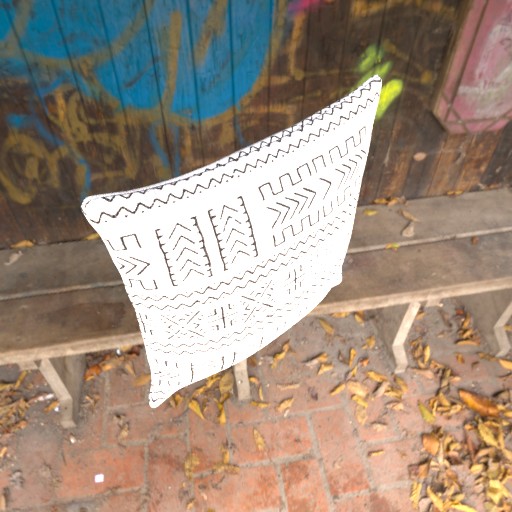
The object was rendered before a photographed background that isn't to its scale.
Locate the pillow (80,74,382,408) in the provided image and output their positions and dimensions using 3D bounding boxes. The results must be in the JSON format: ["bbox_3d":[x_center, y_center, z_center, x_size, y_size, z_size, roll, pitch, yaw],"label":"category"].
[{"bbox_3d":[0.000,0.000,0.661,0.438,0.430,0.164,-30,53,-26],"label":"pillow"}]
